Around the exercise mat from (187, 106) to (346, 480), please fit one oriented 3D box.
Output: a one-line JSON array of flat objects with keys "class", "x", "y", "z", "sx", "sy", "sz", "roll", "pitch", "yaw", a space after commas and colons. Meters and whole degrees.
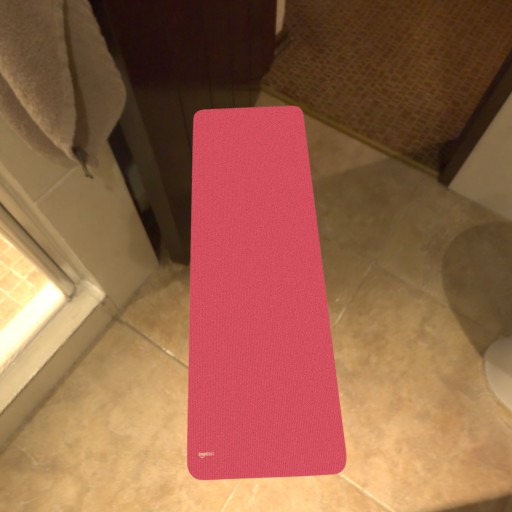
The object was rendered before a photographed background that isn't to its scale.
[{"class": "exercise mat", "x": 0.000, "y": 0.000, "z": 2.099, "sx": 0.616, "sy": 0.021, "sz": 1.884, "roll": -2, "pitch": 64, "yaw": -1}]
